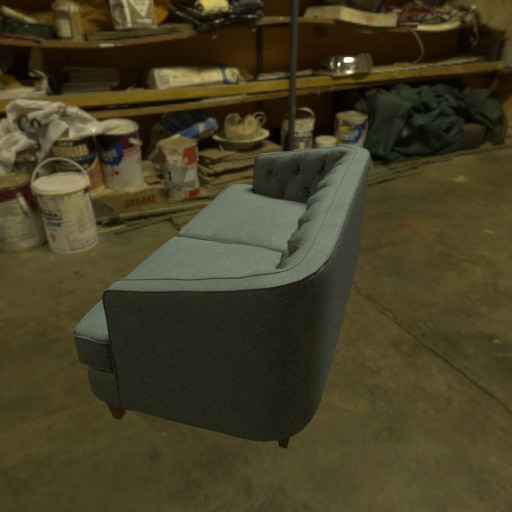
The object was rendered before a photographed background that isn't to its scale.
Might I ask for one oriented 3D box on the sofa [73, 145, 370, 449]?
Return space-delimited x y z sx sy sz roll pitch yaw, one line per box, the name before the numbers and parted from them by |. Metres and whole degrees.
sofa | 0.000 0.000 2.246 0.941 0.855 1.733 9 30 16
